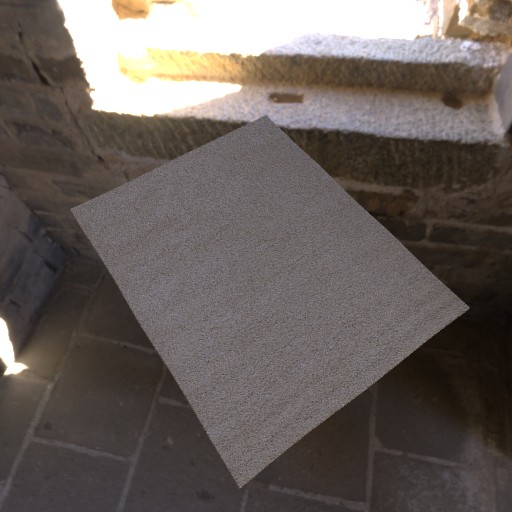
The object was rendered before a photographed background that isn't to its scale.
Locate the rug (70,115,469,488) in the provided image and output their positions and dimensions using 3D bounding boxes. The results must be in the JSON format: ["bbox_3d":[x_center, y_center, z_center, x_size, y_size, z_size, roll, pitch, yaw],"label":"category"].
[{"bbox_3d":[0.000,0.000,4.115,2.400,0.026,3.000,-31,63,-18],"label":"rug"}]
